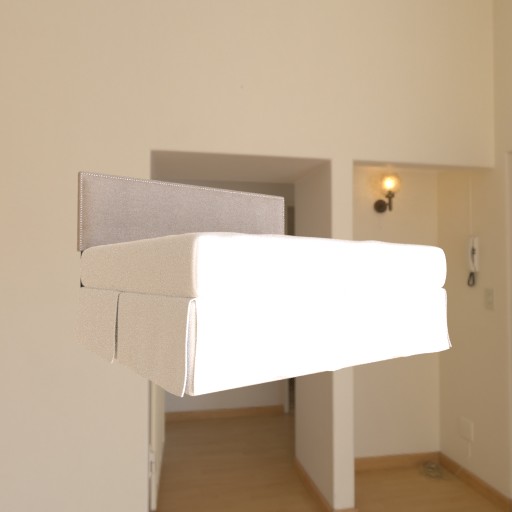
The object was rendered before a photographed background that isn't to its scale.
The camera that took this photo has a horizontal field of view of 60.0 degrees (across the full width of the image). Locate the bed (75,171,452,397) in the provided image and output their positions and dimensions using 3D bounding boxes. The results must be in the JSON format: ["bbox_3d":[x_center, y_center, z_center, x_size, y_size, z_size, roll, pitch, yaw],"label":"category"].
[{"bbox_3d":[0.000,0.000,3.319,2.170,1.346,1.914,1,-2,-36],"label":"bed"}]
